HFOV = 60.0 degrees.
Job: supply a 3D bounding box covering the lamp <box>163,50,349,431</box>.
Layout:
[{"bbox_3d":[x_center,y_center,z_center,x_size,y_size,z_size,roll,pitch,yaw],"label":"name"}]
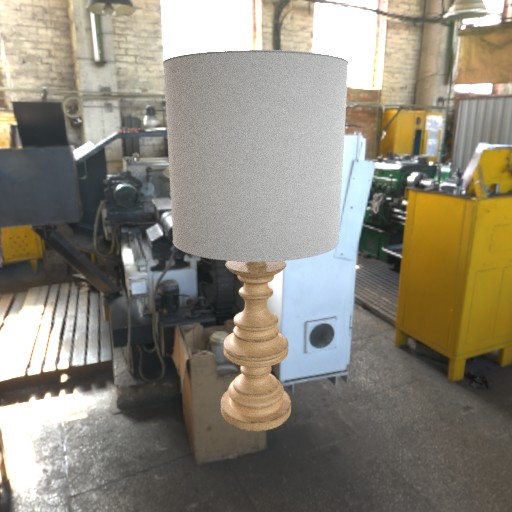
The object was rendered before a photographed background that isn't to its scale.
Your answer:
[{"bbox_3d":[0.000,0.000,0.571,0.208,0.455,0.208,8,18,27],"label":"lamp"}]
